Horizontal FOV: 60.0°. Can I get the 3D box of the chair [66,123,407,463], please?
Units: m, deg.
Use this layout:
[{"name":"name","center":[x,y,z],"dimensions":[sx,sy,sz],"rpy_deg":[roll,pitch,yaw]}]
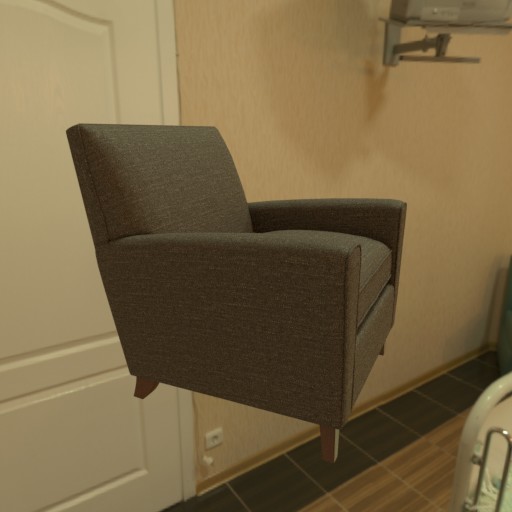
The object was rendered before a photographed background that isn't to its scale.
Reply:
[{"name":"chair","center":[0.000,0.000,1.554],"dimensions":[0.875,0.885,0.838],"rpy_deg":[8,17,26]}]
